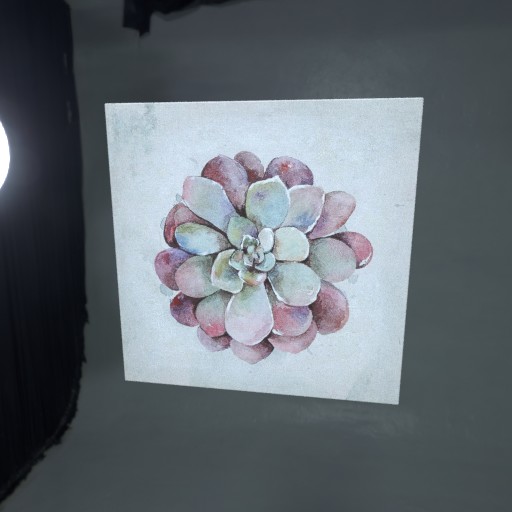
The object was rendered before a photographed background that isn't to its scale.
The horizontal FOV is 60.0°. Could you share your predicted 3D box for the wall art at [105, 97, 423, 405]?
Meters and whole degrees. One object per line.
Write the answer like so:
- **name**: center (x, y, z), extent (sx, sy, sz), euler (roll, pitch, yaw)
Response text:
- **wall art**: center (0.000, 0.000, 1.152), extent (0.762, 0.762, 0.041), euler (2, 13, 9)
